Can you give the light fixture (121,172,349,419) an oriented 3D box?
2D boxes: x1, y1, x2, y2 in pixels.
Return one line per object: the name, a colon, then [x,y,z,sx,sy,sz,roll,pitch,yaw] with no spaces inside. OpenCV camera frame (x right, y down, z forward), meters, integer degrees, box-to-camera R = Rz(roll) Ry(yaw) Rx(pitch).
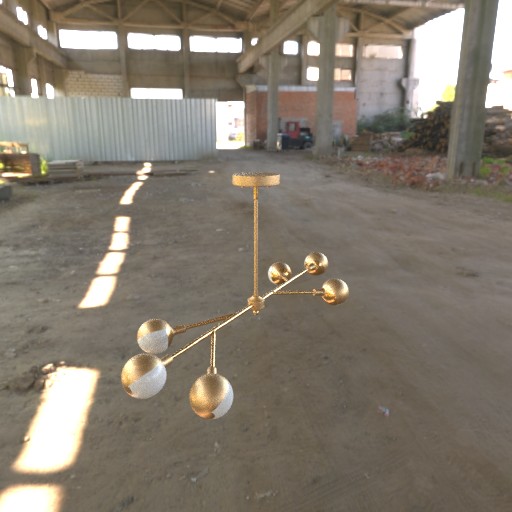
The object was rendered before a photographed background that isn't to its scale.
light fixture: [0.000,0.000,0.995,0.778,0.362,0.434,-15,21,-43]
